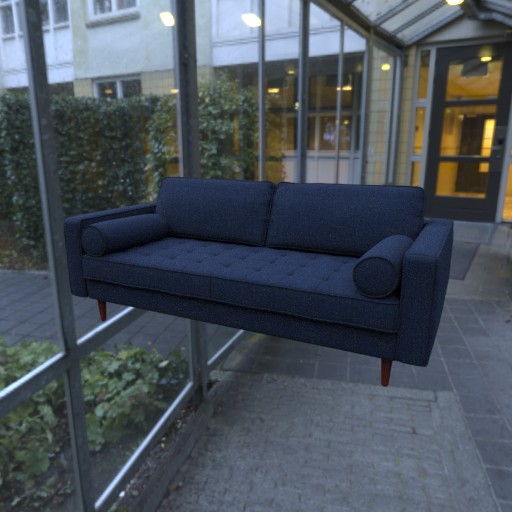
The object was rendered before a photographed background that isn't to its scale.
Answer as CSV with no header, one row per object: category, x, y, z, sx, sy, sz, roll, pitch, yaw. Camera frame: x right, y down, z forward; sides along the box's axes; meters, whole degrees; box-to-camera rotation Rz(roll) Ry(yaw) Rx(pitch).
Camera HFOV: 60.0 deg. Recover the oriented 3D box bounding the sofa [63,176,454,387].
sofa,0.000,0.000,2.370,1.880,0.762,0.914,7,16,26
